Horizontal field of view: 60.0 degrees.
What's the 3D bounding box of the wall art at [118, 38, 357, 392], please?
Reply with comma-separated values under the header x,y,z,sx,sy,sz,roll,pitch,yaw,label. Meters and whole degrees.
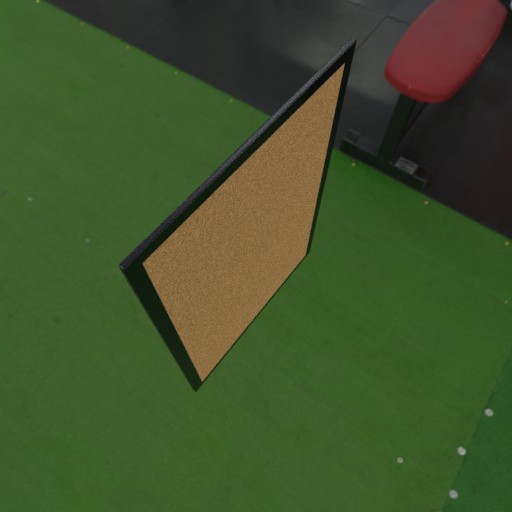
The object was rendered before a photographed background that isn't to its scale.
x,y,z,sx,sy,sz,roll,pitch,yaw,label
0.000,0.000,1.264,0.013,0.967,0.707,34,67,17,wall art
